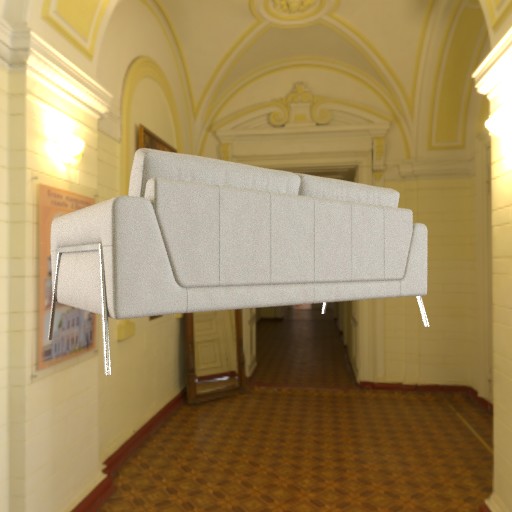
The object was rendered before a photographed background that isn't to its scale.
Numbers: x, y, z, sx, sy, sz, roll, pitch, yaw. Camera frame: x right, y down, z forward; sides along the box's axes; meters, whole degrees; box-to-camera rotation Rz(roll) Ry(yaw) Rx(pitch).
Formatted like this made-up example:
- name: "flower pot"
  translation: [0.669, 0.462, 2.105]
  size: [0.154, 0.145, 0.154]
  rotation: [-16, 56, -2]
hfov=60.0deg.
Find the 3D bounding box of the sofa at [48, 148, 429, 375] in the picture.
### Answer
- name: "sofa"
  translation: [0.000, 0.000, 2.546]
  size: [2.017, 0.875, 0.953]
  rotation: [1, -1, -37]
